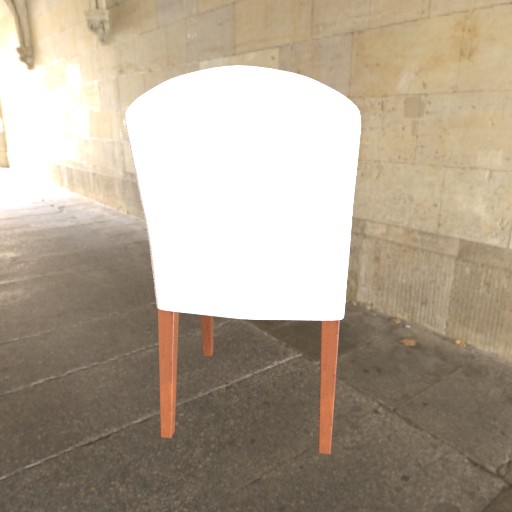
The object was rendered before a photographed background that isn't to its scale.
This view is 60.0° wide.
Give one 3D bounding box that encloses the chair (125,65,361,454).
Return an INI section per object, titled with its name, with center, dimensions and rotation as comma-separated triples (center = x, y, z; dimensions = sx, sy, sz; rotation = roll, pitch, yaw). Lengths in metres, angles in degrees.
[chair]
center = 0.000, 0.000, 1.199
dimensions = 0.472, 0.893, 0.540
rotation = 2, 17, 8
